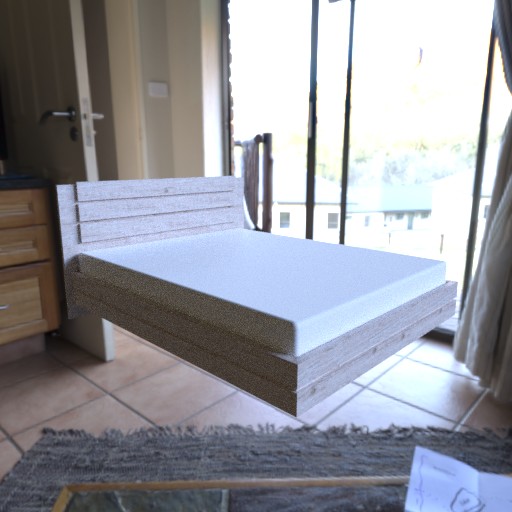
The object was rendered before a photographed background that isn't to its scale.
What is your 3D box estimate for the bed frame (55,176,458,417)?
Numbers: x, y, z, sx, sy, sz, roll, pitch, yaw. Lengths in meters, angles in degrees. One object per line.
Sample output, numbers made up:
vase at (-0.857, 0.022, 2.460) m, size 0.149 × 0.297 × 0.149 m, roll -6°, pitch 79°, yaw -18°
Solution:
bed frame at (0.000, 0.000, 3.001) m, size 2.080 × 0.970 × 1.750 m, roll 12°, pitch 17°, yaw 43°
